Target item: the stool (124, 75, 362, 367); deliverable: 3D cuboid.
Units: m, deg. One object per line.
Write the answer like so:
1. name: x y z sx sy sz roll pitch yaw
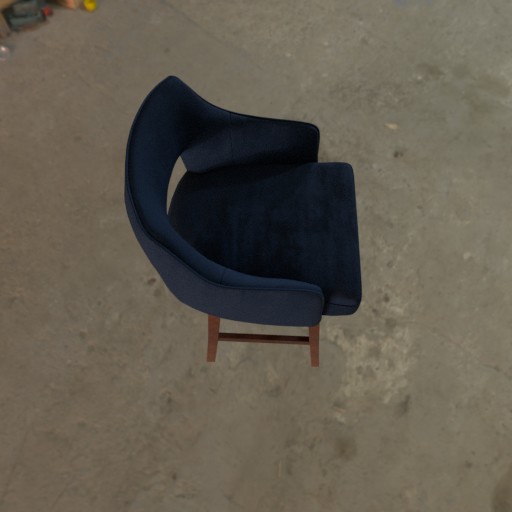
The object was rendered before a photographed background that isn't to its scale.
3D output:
1. stool: 0.000 0.000 1.385 0.560 1.041 0.550 2 63 1
